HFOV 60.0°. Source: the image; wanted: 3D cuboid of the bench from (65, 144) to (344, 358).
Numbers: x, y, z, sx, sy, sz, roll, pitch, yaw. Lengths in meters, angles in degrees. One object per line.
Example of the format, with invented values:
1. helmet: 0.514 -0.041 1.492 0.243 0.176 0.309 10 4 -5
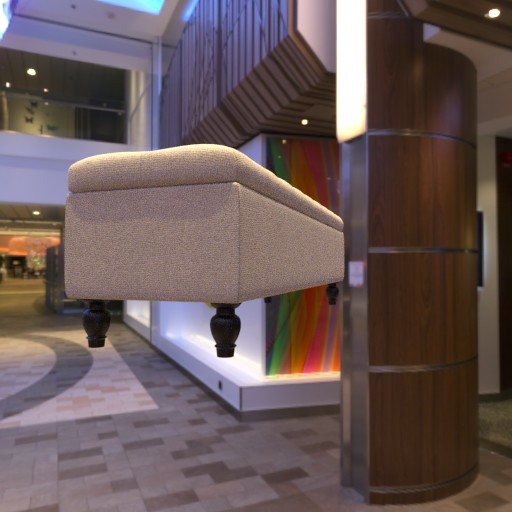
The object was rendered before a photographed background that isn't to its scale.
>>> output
1. bench: 0.000 0.000 1.668 0.455 0.467 1.480 0 -1 19
